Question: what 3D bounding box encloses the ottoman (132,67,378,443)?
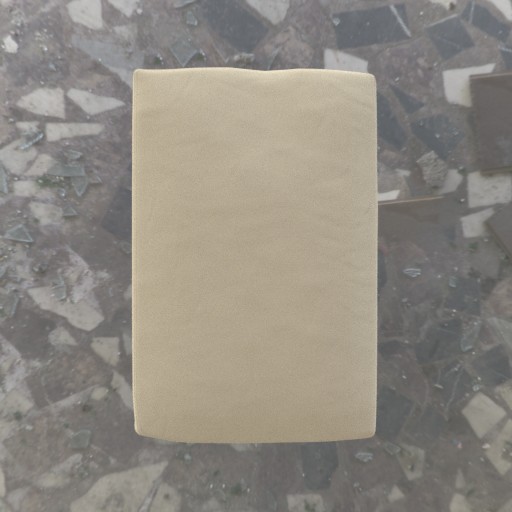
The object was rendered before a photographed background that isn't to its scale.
[{"bbox_3d":[0.000,0.000,1.175,0.590,0.444,0.872,0,90,-1],"label":"ottoman"}]
